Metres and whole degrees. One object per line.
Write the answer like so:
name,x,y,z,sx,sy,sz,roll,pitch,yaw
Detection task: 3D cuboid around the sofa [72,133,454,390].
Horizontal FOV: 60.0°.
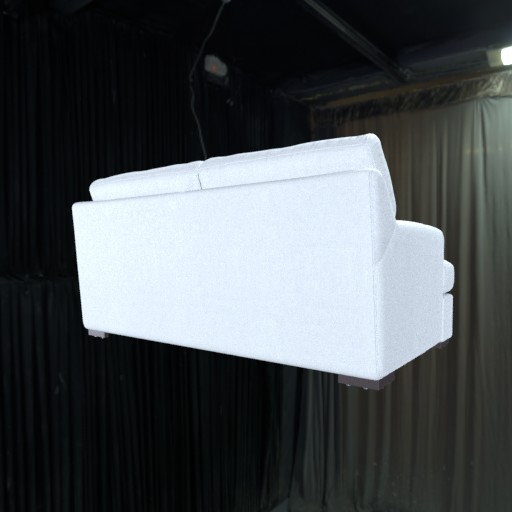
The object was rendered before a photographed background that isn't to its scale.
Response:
sofa,0.000,0.000,2.456,1.880,0.940,1.143,0,1,37
